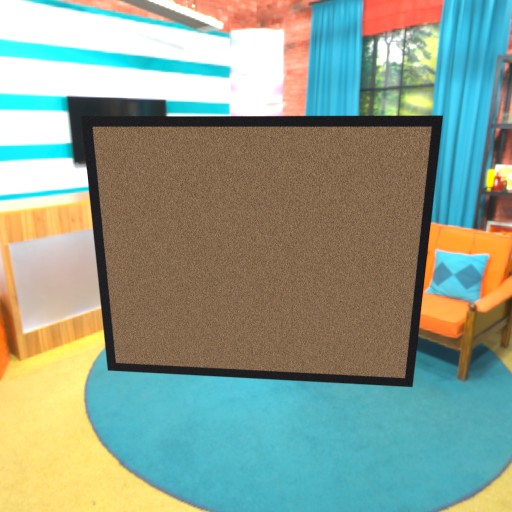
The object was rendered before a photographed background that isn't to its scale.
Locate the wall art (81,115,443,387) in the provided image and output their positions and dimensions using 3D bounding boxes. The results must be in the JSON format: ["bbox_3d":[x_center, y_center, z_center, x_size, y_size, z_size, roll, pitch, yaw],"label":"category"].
[{"bbox_3d":[0.000,0.000,0.754,0.554,0.454,0.030,2,16,5],"label":"wall art"}]
